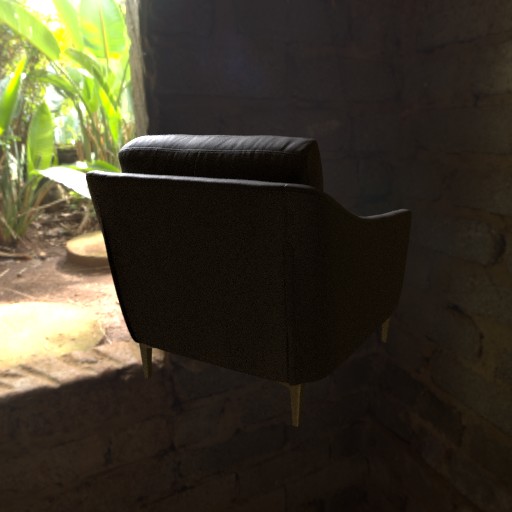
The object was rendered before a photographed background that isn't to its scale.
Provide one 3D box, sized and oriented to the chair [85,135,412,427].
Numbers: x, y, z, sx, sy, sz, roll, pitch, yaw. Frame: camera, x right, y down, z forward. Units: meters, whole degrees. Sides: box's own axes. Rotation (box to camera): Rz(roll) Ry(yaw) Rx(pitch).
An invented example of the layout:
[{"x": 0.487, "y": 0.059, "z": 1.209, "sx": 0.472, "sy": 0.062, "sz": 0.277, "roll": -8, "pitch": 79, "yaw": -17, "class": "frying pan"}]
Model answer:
[{"x": 0.000, "y": 0.000, "z": 1.701, "sx": 0.988, "sy": 0.901, "sz": 0.961, "roll": 8, "pitch": 18, "yaw": 26, "class": "chair"}]
